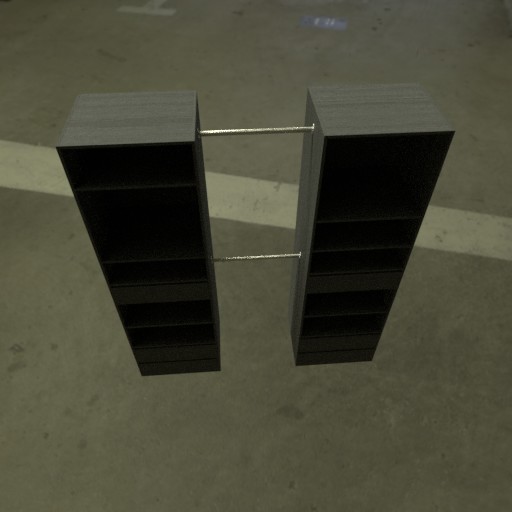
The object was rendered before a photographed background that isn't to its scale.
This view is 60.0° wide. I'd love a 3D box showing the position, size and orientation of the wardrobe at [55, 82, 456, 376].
[{"bbox_3d":[0.000,0.000,2.843,1.770,2.000,0.480,-3,46,-3],"label":"wardrobe"}]
